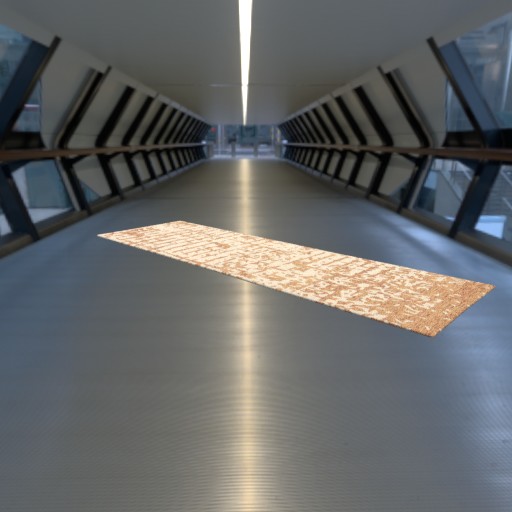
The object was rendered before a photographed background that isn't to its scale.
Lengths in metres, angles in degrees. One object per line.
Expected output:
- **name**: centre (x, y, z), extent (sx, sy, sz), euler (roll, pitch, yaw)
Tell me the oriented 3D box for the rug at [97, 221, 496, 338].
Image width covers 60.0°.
- **rug**: centre (0.000, 0.000, 2.654), extent (2.435, 0.011, 0.750), euler (14, 21, 41)
